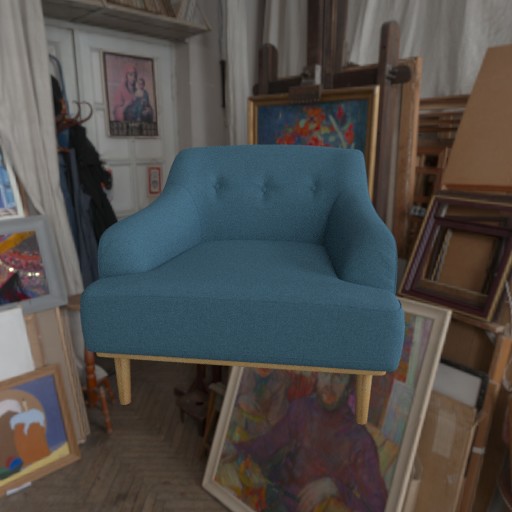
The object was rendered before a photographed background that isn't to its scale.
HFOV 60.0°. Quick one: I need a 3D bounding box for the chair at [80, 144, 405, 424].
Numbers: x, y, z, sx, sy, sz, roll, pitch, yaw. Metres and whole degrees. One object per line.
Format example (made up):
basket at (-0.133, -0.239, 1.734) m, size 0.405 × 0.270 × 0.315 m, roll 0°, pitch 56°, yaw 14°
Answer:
chair at (0.000, 0.000, 1.665) m, size 0.946 × 0.818 × 0.951 m, roll 2°, pitch 14°, yaw 8°
